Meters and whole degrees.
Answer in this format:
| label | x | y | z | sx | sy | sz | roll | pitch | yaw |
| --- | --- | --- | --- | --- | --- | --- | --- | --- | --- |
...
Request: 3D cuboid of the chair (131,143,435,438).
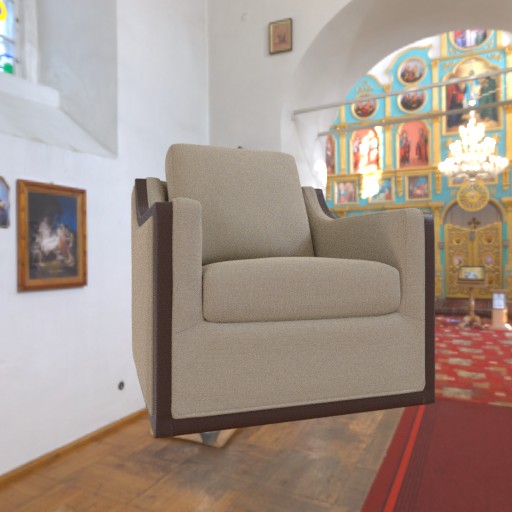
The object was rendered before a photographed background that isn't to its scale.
| label | x | y | z | sx | sy | sz | roll | pitch | yaw |
| --- | --- | --- | --- | --- | --- | --- | --- | --- | --- |
| chair | 0.000 | 0.000 | 1.651 | 0.870 | 0.930 | 0.950 | 0 | -1 | -19 |
